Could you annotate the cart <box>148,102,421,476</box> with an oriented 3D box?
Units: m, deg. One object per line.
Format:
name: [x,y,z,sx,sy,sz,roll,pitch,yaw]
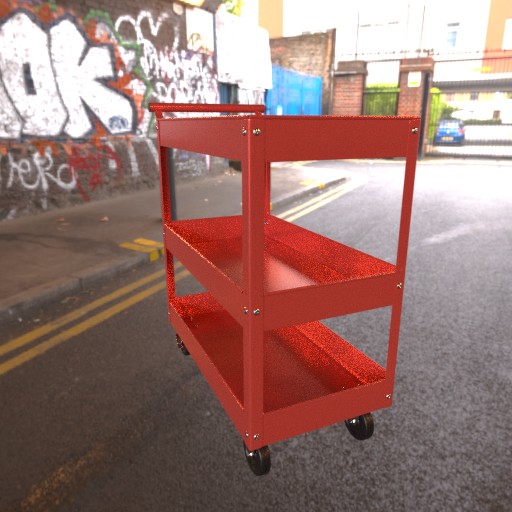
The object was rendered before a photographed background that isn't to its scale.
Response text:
cart: [0.000,0.000,1.158,0.366,0.780,0.719,-7,18,-23]
